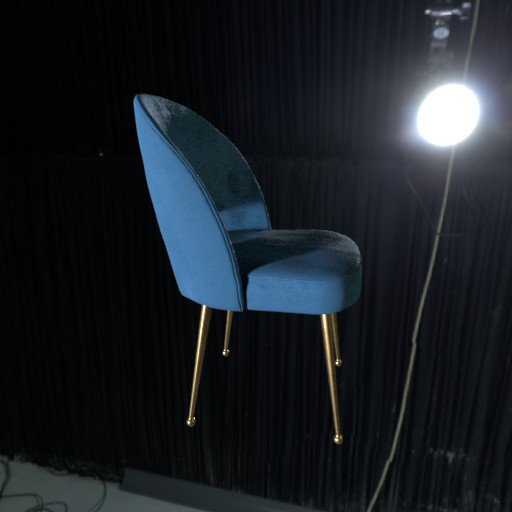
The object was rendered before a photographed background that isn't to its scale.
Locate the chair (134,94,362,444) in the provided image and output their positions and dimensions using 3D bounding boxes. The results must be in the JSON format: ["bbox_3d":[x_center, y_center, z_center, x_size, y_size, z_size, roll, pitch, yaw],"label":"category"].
[{"bbox_3d":[0.000,0.000,1.247,0.577,0.860,0.527,3,16,10],"label":"chair"}]
